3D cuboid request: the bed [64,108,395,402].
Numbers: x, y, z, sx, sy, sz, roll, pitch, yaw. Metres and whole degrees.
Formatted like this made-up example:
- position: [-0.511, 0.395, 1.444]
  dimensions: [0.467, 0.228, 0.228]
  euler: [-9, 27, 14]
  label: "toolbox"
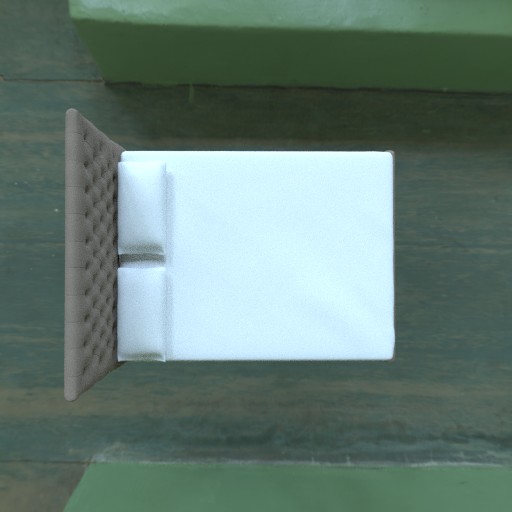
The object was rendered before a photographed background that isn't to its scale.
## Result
- position: [0.000, 0.000, 3.244]
  dimensions: [2.233, 1.426, 1.696]
  euler: [0, 89, -1]
  label: "bed"
